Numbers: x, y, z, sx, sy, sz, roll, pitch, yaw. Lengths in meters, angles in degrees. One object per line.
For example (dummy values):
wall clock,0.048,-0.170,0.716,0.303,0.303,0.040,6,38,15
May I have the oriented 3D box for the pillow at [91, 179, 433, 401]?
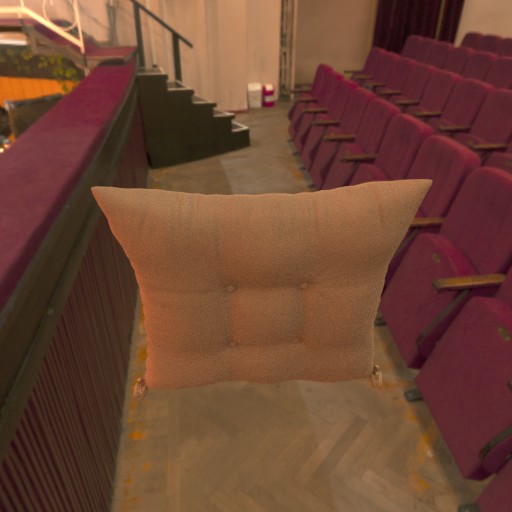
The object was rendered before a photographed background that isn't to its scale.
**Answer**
pillow,0.000,0.000,0.992,0.541,0.536,0.585,-2,31,-3
